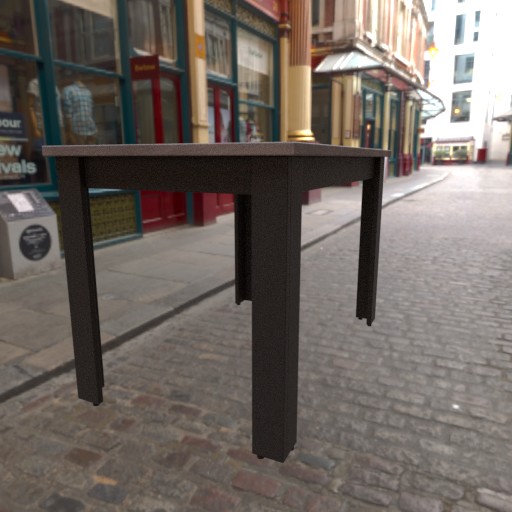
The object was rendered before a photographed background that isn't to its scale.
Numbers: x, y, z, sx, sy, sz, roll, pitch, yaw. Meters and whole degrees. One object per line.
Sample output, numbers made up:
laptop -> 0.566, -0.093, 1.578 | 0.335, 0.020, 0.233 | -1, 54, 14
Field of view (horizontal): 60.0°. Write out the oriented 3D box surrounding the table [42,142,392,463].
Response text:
table -> 0.000, 0.000, 1.559 | 0.700, 0.734, 1.100 | 6, 14, 25
